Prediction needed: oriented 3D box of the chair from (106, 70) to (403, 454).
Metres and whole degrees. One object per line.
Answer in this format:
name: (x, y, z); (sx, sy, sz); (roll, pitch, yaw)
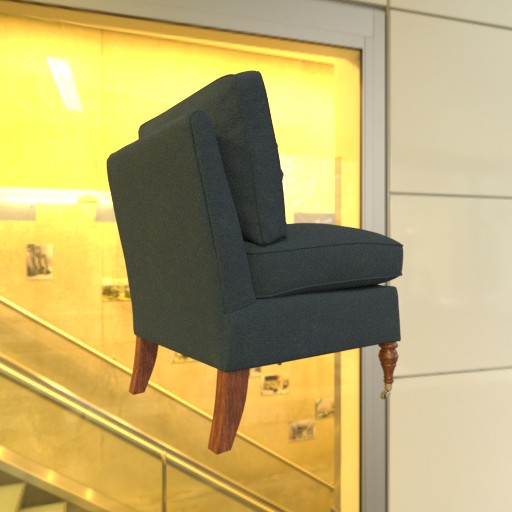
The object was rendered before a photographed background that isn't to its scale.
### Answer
chair: (0.000, 0.000, 1.660); (0.912, 1.052, 0.724); (0, 0, -36)
